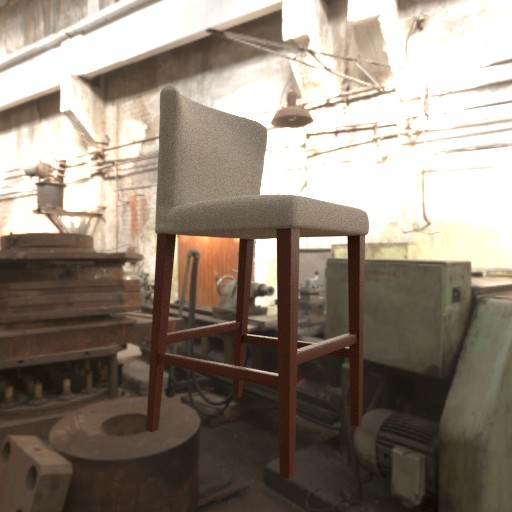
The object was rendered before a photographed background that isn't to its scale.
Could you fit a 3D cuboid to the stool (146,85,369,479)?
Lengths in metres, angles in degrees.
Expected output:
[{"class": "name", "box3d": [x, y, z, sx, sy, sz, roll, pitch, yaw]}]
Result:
[{"class": "stool", "box3d": [0.000, 0.000, 1.384, 0.568, 1.069, 0.481, 0, 0, 36]}]
